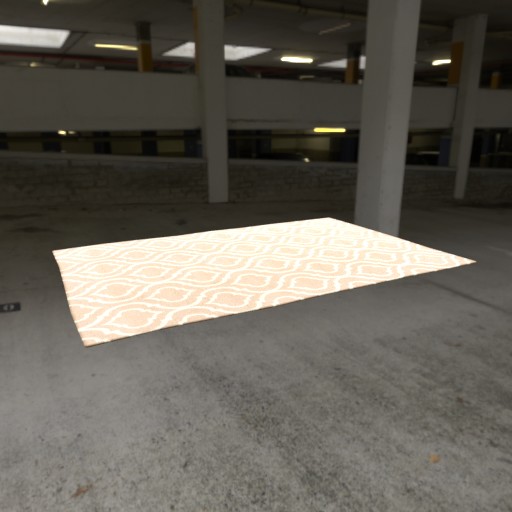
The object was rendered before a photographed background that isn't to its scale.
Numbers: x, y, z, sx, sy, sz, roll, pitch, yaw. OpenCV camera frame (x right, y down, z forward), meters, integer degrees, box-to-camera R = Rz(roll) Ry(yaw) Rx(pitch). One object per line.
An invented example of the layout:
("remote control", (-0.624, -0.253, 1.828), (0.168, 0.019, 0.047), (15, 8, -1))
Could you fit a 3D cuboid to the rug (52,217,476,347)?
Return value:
("rug", (0.000, 0.000, 2.173), (1.761, 0.013, 1.152), (-9, 19, -27))
